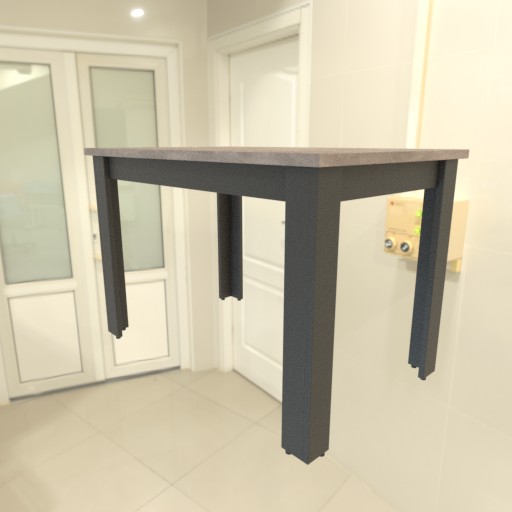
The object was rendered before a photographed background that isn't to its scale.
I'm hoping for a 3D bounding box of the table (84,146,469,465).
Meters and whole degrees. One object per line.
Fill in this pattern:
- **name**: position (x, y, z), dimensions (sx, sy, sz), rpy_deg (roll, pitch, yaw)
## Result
- **table**: position (0.000, 0.000, 1.558), dimensions (0.700, 0.734, 1.100), rpy_deg (-13, 19, -42)
